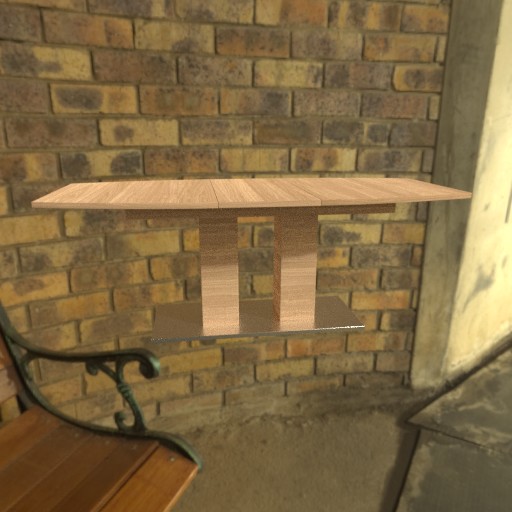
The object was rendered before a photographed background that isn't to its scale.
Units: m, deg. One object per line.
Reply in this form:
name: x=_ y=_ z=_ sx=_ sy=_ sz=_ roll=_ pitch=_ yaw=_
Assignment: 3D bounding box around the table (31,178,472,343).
table: x=0.000 y=0.000 z=2.447 sx=2.032 sy=0.750 sz=0.900 roll=-2 pitch=16 yaw=-8
